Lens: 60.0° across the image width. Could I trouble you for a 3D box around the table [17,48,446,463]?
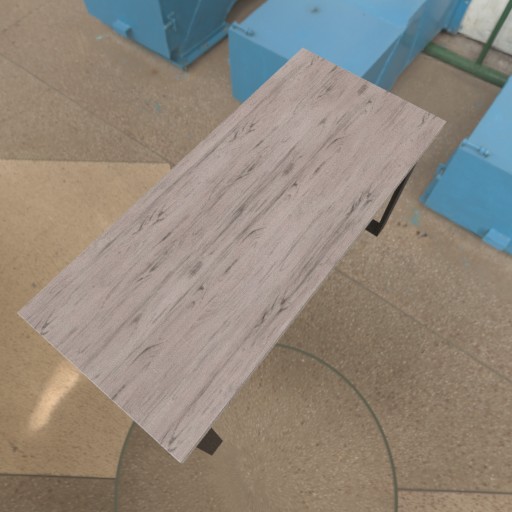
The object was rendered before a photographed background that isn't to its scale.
[{"bbox_3d":[0.000,0.000,2.201,0.795,0.899,1.778,35,68,16],"label":"table"}]
